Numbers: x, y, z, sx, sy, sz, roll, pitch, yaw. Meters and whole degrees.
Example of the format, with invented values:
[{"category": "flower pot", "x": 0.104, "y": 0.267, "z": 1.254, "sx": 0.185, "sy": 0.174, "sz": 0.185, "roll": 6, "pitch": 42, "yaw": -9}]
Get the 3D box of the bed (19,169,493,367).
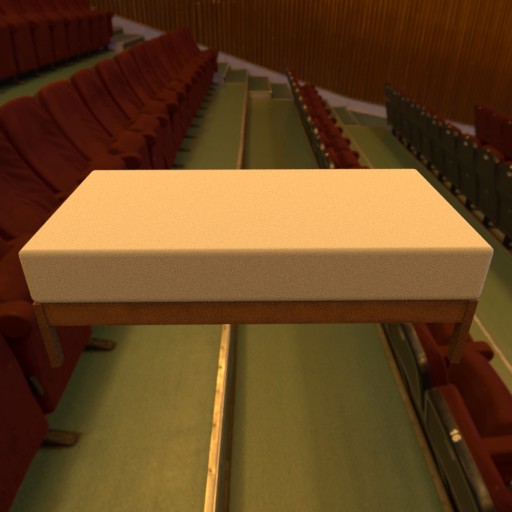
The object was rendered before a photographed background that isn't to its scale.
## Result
[{"category": "bed", "x": 0.000, "y": 0.000, "z": 2.317, "sx": 1.902, "sy": 0.616, "sz": 0.961, "roll": 0, "pitch": 30, "yaw": -1}]
